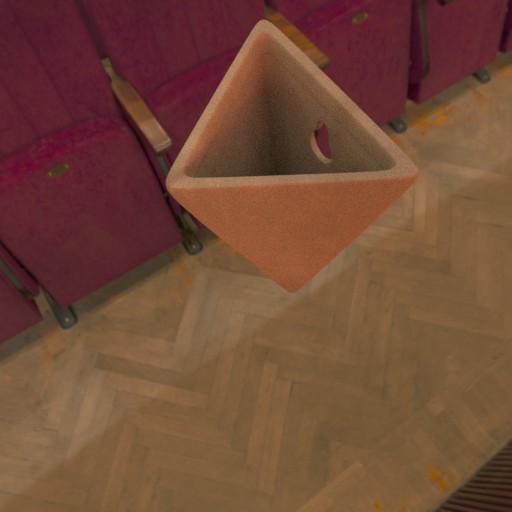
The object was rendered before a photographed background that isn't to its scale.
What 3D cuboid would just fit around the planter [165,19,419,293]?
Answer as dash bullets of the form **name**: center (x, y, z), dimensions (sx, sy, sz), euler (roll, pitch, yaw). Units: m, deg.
- **planter**: center (0.000, 0.000, 0.269), dimensions (0.081, 0.224, 0.101), euler (-31, 68, -14)
